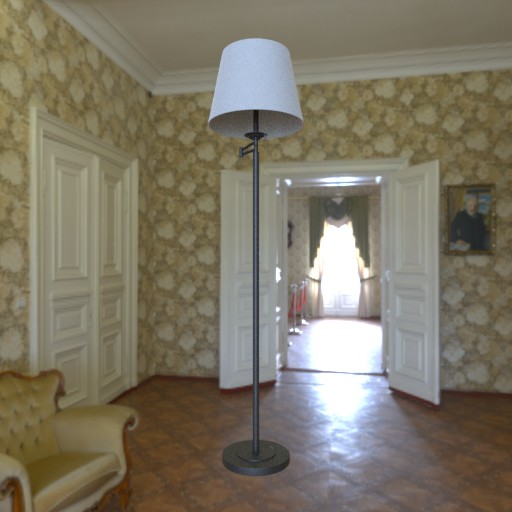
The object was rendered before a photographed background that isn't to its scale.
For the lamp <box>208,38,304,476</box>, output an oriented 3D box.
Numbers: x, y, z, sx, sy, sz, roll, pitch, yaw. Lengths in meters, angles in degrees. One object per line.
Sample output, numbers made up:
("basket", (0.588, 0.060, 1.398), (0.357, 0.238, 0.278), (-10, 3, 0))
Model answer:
("lamp", (0.000, 0.000, 1.613), (0.348, 1.473, 0.348), (1, -1, -35))
